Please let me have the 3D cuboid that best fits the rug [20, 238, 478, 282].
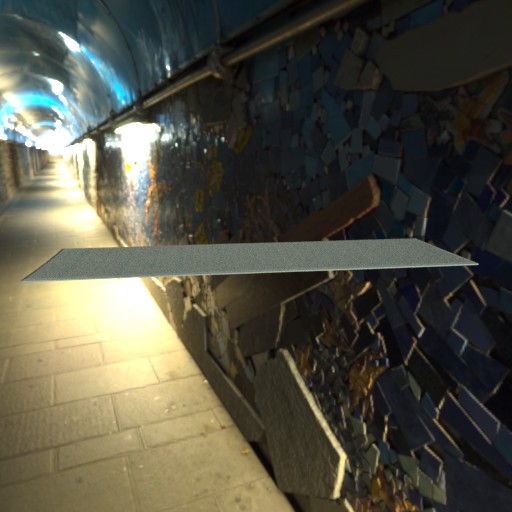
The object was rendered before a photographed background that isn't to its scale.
[{"bbox_3d":[0.000,0.000,2.423,2.196,0.011,0.662,-2,14,-8],"label":"rug"}]
